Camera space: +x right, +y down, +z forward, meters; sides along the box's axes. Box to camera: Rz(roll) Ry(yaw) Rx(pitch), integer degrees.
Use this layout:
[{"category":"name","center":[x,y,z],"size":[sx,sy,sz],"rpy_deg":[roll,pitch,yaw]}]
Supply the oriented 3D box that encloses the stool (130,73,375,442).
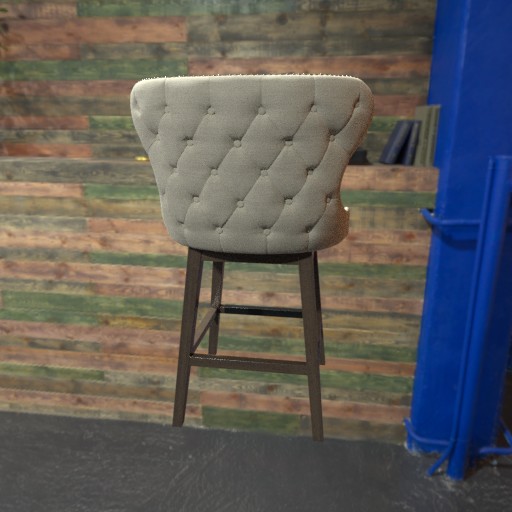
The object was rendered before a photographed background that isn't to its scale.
[{"category":"stool","center":[0.000,0.000,1.345],"size":[0.615,0.972,0.597],"rpy_deg":[2,16,8]}]
